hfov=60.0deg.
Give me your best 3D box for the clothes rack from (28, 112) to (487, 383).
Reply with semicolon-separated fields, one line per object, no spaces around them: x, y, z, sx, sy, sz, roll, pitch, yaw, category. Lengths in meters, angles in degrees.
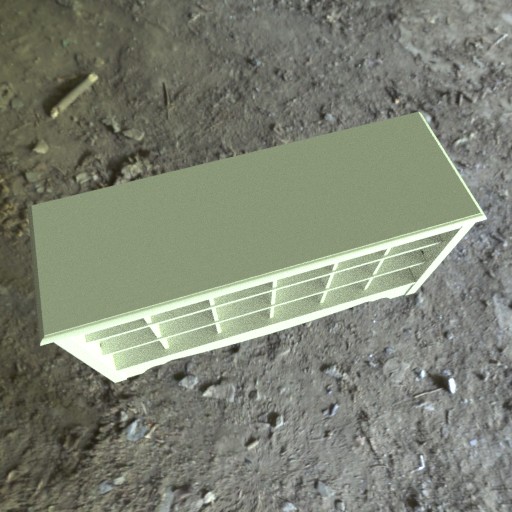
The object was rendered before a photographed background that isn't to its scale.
0.000;0.000;1.474;1.218;0.558;0.405;-15;65;-7;clothes rack
